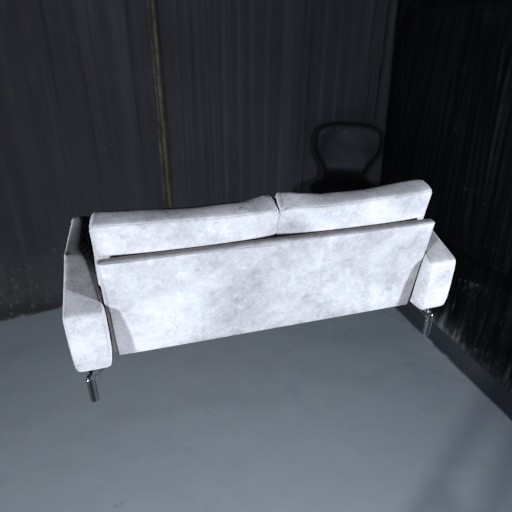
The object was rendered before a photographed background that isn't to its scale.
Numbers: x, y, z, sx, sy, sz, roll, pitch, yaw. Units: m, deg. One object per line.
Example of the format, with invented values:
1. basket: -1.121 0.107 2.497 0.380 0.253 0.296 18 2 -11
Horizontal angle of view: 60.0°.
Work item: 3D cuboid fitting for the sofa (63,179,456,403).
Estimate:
1. sofa: 0.000 0.000 2.346 1.837 0.859 0.849 -8 28 -15
